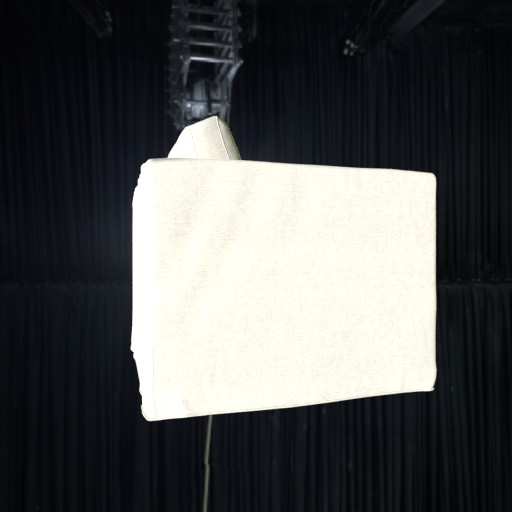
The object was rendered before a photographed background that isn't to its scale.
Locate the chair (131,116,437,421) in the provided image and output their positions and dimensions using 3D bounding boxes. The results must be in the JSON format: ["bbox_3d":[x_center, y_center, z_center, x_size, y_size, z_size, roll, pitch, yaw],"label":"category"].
[{"bbox_3d":[0.000,0.000,1.787,0.949,0.867,1.057,0,1,-18],"label":"chair"}]
